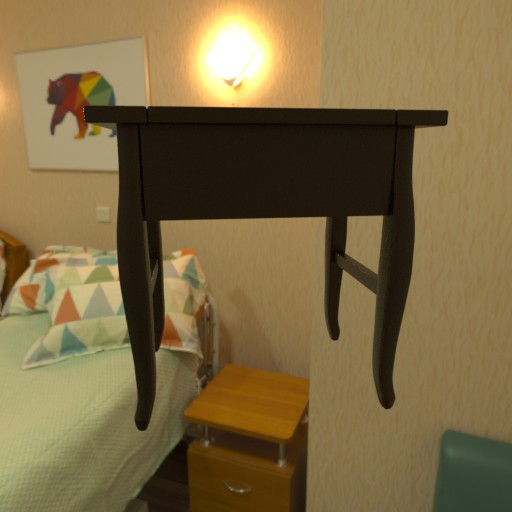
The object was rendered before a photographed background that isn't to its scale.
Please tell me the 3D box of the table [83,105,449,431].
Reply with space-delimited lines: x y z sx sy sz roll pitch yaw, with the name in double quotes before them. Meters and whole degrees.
"table" 0.000 0.000 1.008 0.602 0.604 0.460 -2 14 -8
